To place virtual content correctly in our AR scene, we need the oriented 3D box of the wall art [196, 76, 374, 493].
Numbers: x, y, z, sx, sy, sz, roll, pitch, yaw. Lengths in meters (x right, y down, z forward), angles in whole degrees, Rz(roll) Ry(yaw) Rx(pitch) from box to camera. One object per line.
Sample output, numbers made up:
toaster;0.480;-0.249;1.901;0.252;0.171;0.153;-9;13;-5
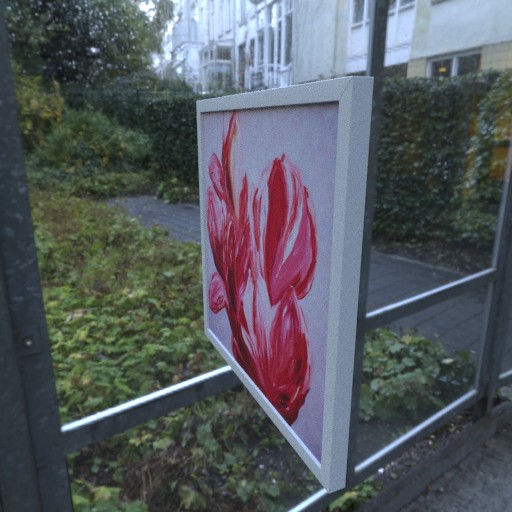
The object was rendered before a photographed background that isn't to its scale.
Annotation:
wall art;0.000;0.000;0.655;0.023;0.453;0.455;-7;18;-24
